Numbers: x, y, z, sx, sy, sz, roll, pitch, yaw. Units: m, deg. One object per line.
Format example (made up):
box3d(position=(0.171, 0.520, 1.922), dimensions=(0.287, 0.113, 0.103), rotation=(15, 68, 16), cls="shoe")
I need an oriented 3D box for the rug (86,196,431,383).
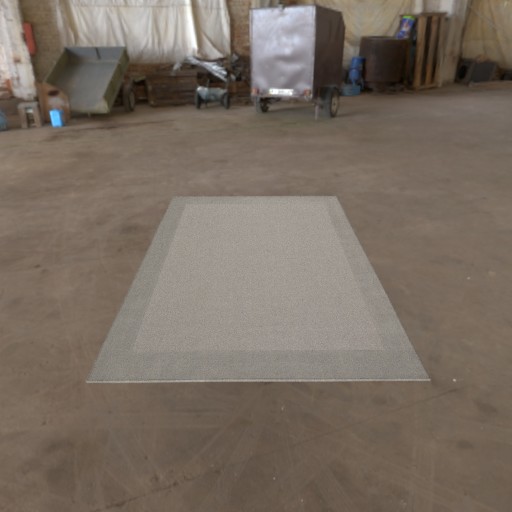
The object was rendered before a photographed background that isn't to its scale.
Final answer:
box3d(position=(0.000, 0.000, 3.040), dimensions=(1.524, 0.014, 2.438), rotation=(0, 27, 0), cls="rug")
